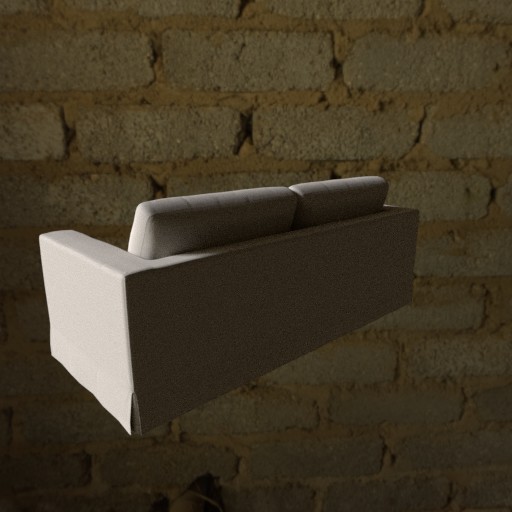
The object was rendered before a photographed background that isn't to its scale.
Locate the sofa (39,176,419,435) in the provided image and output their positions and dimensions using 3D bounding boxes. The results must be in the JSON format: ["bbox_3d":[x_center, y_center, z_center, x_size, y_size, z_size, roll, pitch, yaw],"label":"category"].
[{"bbox_3d":[0.000,0.000,2.652,2.163,0.881,0.954,-14,21,-41],"label":"sofa"}]
